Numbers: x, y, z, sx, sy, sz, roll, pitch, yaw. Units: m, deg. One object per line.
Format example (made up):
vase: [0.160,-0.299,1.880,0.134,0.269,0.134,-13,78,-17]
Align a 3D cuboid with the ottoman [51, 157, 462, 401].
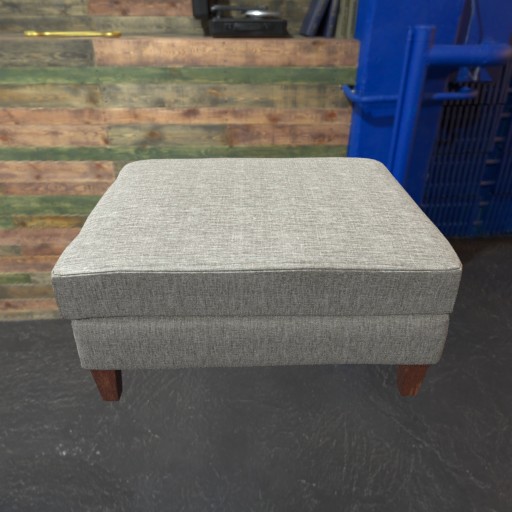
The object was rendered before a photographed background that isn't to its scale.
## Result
ottoman: [0.000,0.000,1.472,0.994,0.492,0.839,-1,30,-1]
